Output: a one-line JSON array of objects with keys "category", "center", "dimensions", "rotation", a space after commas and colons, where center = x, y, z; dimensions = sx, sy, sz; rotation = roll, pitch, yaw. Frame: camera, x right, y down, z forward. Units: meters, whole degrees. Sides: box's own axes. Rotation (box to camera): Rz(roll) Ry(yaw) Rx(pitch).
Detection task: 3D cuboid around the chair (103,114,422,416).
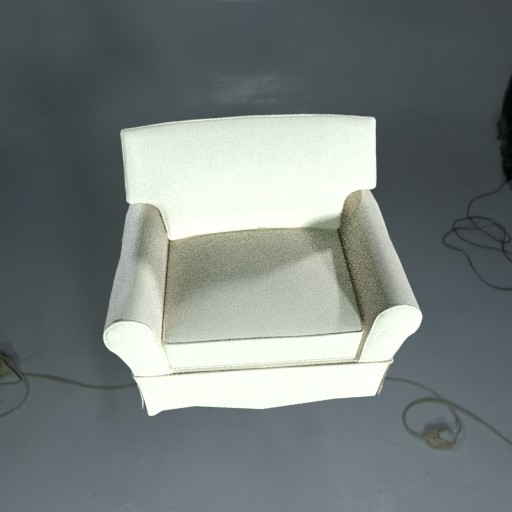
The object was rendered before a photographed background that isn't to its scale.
[{"category": "chair", "center": [0.000, 0.000, 1.822], "dimensions": [1.099, 0.958, 0.904], "rotation": [-3, 48, -3]}]
